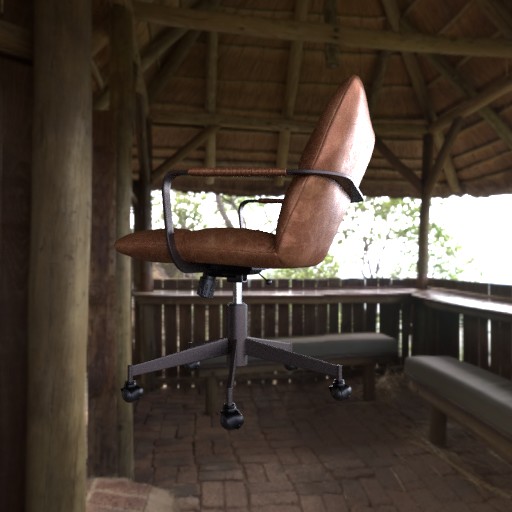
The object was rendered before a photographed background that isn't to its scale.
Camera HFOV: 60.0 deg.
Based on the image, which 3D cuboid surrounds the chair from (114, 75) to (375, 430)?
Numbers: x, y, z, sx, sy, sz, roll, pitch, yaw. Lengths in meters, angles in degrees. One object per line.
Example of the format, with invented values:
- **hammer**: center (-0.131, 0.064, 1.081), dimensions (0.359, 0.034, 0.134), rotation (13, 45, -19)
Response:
- **chair**: center (0.000, 0.000, 1.486), dimensions (0.754, 0.922, 0.727), rotation (0, -1, 18)
